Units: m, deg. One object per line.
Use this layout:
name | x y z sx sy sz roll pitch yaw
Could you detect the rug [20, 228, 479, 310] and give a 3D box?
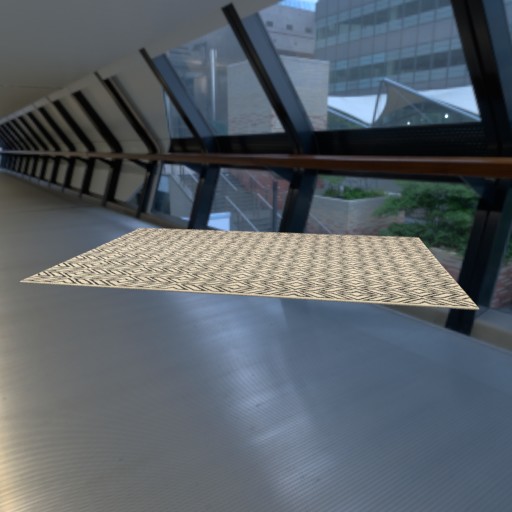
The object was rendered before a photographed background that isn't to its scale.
rug | 0.000 0.000 2.311 1.828 0.007 1.220 3 15 10
